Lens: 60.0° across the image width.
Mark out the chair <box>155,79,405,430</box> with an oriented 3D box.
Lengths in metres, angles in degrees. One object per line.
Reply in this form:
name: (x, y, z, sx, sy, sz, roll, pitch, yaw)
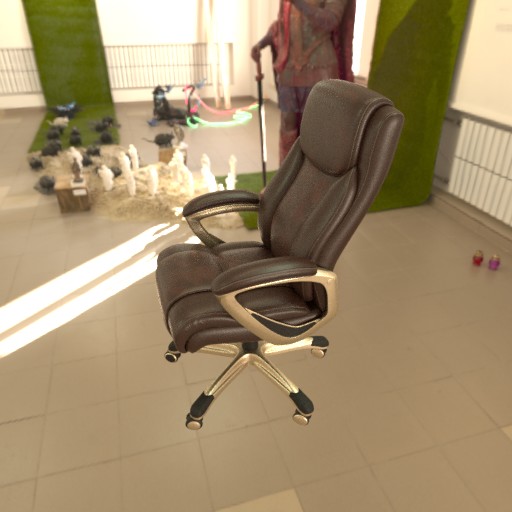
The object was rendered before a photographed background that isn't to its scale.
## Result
chair: (0.000, 0.000, 1.658, 0.749, 1.194, 0.692, -9, 31, -15)
